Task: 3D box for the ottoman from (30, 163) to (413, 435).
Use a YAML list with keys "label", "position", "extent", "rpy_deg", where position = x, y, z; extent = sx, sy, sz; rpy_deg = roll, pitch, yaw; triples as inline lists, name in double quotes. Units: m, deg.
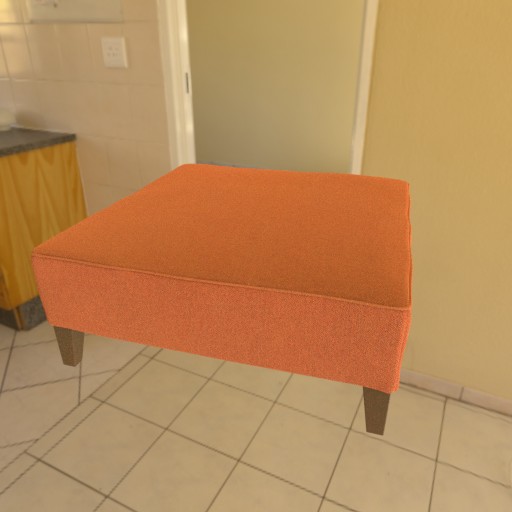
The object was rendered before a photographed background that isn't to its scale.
- label: "ottoman"
  position: [0.000, 0.000, 1.542]
  extent: [0.997, 0.438, 0.999]
  rpy_deg: [7, 27, 15]
